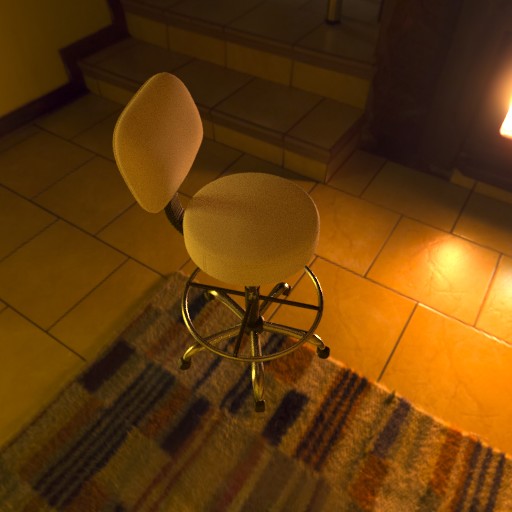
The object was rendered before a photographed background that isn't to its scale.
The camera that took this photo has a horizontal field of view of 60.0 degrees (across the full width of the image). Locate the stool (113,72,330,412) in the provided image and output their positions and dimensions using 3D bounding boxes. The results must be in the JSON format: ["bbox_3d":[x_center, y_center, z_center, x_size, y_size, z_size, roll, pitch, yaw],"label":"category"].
[{"bbox_3d":[0.000,0.000,1.461,0.616,1.080,0.609,10,49,9],"label":"stool"}]
